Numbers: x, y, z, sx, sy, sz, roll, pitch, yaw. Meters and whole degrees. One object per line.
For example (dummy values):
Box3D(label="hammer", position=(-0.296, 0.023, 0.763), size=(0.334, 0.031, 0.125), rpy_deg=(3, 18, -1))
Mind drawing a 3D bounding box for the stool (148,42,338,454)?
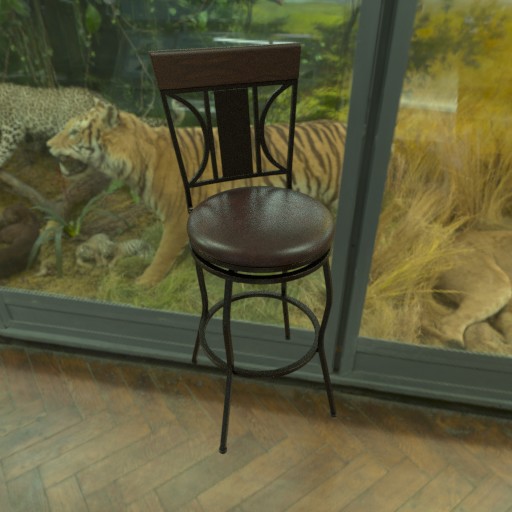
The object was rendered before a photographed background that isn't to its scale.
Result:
Box3D(label="stool", position=(0.000, 0.000, 1.383), size=(0.448, 1.130, 0.513), rpy_deg=(-11, 35, -17))
